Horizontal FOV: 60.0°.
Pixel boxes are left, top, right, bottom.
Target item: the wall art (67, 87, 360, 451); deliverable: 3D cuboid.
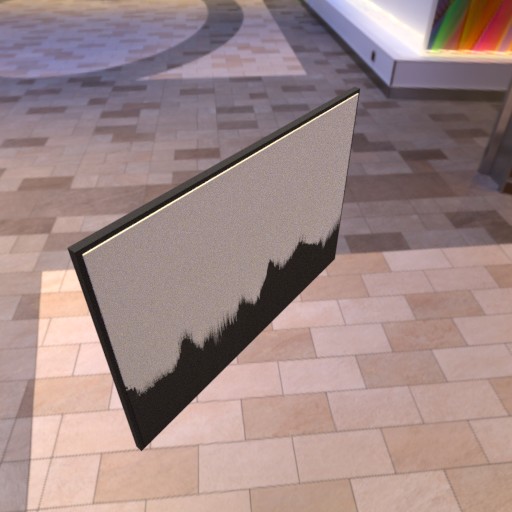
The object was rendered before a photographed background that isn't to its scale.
[{"bbox_3d":[0.000,0.000,1.498,0.028,0.805,1.190,27,47,28],"label":"wall art"}]
